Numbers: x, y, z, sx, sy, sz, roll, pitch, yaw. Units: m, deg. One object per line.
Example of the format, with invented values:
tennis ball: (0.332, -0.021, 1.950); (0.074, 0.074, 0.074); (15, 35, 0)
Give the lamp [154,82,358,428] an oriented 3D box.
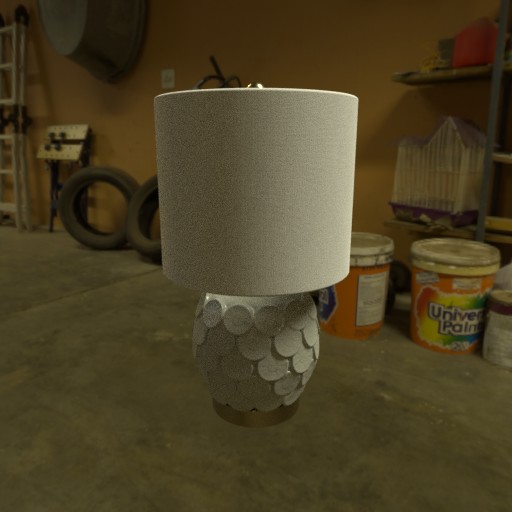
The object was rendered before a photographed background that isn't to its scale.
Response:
lamp: (0.000, 0.000, 0.613); (0.254, 0.452, 0.254); (0, 14, 0)
